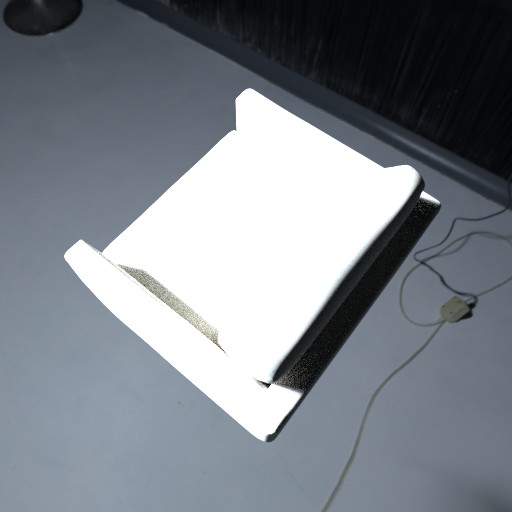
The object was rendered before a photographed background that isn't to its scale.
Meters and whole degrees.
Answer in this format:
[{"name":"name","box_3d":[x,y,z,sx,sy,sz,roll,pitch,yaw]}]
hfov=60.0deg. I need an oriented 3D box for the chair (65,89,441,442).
[{"name":"chair","box_3d":[0.000,0.000,1.639,0.875,0.806,0.964,36,69,16]}]
